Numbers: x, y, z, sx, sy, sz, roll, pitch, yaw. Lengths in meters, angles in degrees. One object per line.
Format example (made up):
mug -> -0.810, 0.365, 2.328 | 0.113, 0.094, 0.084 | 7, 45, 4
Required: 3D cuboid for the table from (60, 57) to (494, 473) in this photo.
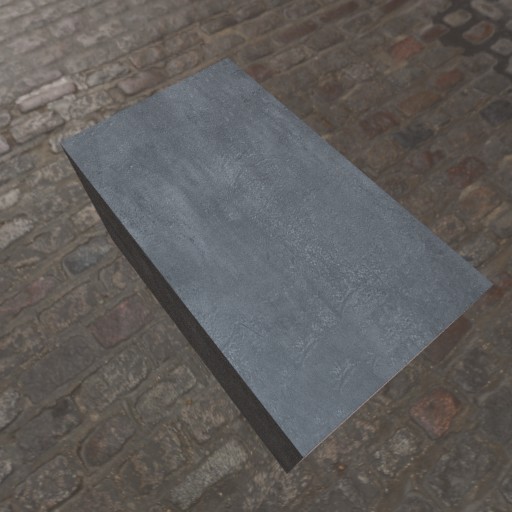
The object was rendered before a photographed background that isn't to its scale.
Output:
table -> 0.000, 0.000, 0.923 | 0.400, 0.350, 0.700 | -35, 66, -18
